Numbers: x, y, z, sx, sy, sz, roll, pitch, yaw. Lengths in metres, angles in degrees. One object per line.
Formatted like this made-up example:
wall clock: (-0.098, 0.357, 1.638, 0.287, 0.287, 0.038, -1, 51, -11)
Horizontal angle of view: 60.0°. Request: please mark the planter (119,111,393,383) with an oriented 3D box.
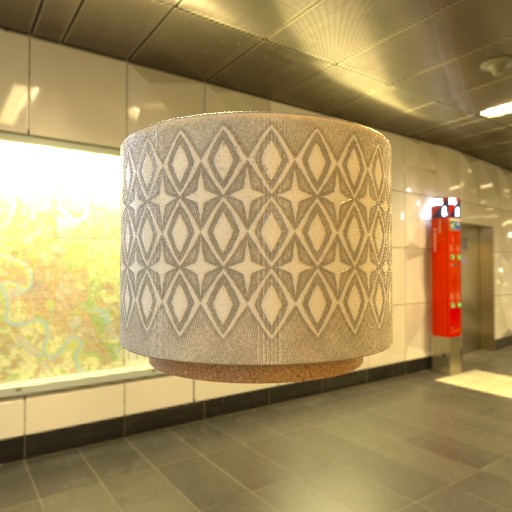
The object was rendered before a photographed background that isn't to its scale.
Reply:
planter: (0.000, 0.000, 0.317, 0.186, 0.144, 0.186, 0, -1, 0)
